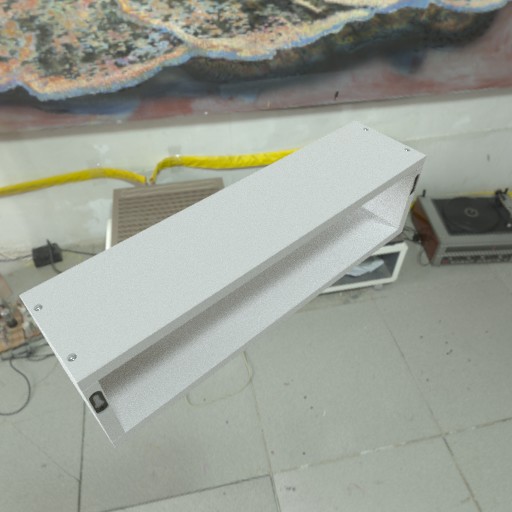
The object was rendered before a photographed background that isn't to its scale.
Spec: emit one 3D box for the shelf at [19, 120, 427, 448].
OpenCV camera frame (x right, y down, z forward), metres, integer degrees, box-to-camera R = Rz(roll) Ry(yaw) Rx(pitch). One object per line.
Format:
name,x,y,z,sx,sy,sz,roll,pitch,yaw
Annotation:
shelf,0.000,0.000,0.682,0.610,0.170,0.150,-32,54,-27
